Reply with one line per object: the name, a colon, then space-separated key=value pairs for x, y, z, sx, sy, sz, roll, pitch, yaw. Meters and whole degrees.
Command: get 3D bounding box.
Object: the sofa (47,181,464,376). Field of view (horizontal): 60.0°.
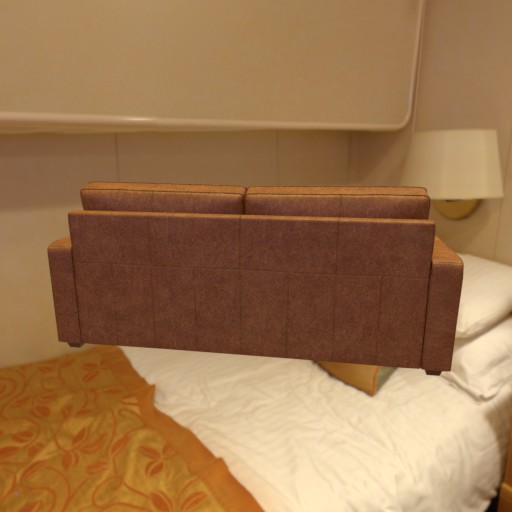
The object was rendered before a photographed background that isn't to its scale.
sofa: x=0.000 y=0.000 z=2.691 sx=2.156 sy=0.928 sz=0.991 roll=2 pitch=15 yaw=9
